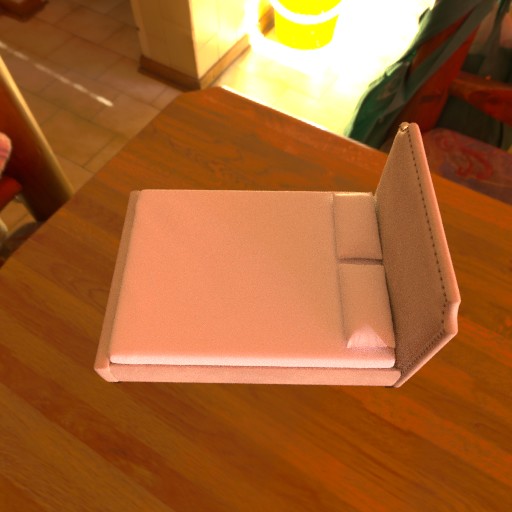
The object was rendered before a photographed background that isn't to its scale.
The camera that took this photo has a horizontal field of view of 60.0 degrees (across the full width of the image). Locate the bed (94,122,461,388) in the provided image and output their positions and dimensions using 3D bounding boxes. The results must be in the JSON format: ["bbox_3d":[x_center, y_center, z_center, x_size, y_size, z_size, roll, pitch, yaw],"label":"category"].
[{"bbox_3d":[0.000,0.000,3.452,2.372,1.443,1.712,1,59,1],"label":"bed"}]
